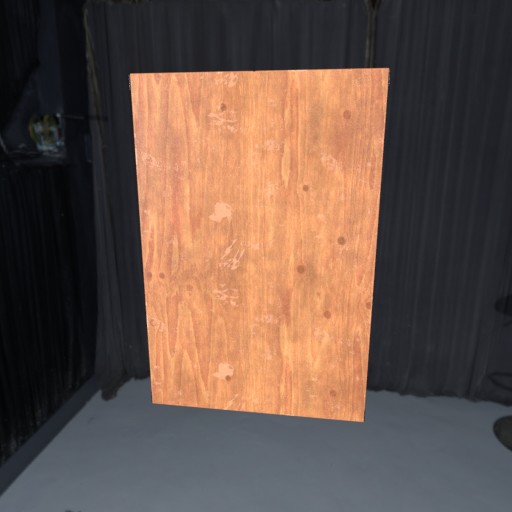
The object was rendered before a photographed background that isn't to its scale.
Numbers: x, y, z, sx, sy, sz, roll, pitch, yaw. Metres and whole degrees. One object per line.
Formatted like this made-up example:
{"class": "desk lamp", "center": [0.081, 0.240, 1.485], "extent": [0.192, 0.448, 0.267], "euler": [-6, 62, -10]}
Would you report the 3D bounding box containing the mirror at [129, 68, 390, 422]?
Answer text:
{"class": "mirror", "center": [0.000, 0.000, 0.987], "extent": [0.517, 0.761, 0.053], "euler": [2, 15, 8]}
